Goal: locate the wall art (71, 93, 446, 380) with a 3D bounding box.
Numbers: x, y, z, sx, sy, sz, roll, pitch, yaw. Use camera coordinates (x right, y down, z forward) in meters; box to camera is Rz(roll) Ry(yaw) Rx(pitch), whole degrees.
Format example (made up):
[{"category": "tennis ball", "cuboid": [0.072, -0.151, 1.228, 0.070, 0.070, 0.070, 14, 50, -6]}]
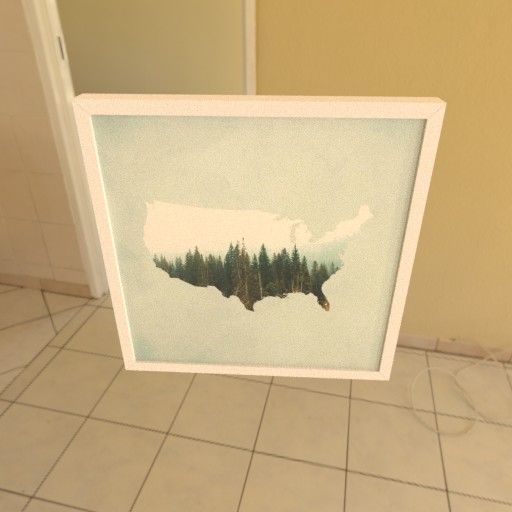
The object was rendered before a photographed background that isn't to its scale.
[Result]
[{"category": "wall art", "cuboid": [0.000, 0.000, 0.446, 0.304, 0.304, 0.024, 2, 30, 3]}]
